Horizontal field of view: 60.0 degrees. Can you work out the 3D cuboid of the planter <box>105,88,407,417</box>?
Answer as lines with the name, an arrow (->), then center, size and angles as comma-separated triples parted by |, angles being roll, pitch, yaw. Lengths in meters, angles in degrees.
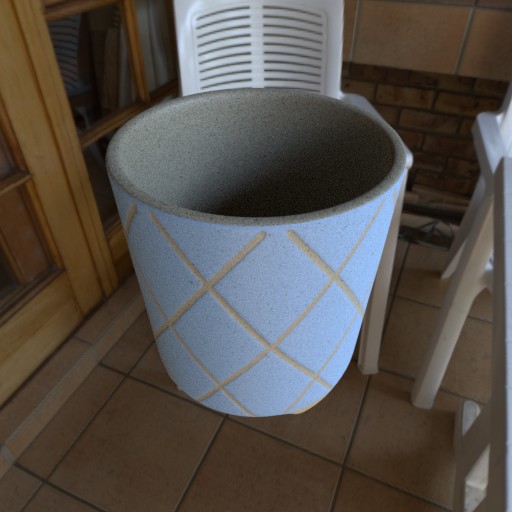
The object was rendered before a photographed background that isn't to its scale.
planter -> 0.000, 0.000, 0.352 | 0.191, 0.200, 0.191 | 0, 40, 0
